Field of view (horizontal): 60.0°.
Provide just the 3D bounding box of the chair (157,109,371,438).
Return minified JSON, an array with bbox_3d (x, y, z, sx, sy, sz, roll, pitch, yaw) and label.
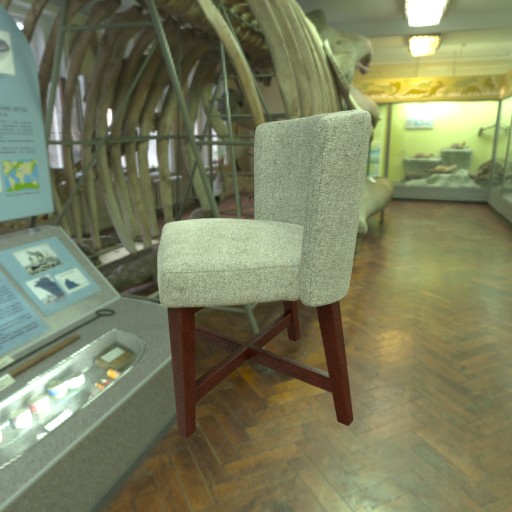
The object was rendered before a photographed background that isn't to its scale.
[{"bbox_3d":[0.000,0.000,1.321,0.575,0.827,0.728,-3,16,-11],"label":"chair"}]
